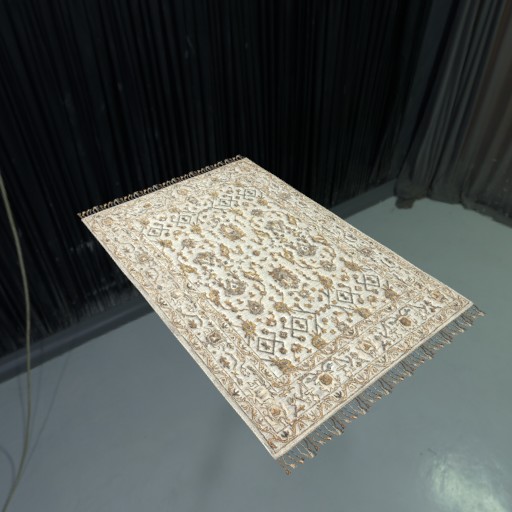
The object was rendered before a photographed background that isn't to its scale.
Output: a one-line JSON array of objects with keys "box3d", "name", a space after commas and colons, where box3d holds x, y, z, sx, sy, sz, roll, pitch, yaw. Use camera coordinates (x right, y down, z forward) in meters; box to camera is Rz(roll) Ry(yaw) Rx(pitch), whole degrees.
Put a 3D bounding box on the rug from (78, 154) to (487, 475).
[{"box3d": [0.000, 0.000, 2.947, 1.529, 0.027, 2.434, -27, 47, -28], "name": "rug"}]
